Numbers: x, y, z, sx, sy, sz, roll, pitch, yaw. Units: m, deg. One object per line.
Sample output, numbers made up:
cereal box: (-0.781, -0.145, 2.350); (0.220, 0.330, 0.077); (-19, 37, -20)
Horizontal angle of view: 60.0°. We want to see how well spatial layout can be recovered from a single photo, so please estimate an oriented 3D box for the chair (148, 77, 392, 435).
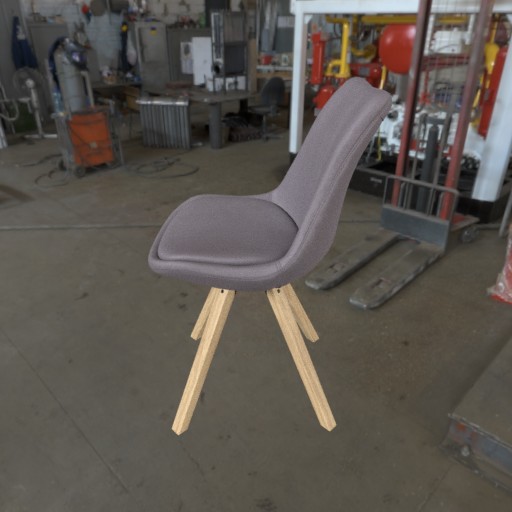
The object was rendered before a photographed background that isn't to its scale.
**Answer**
chair: (0.000, 0.000, 1.182); (0.547, 0.865, 0.483); (0, 28, 0)
